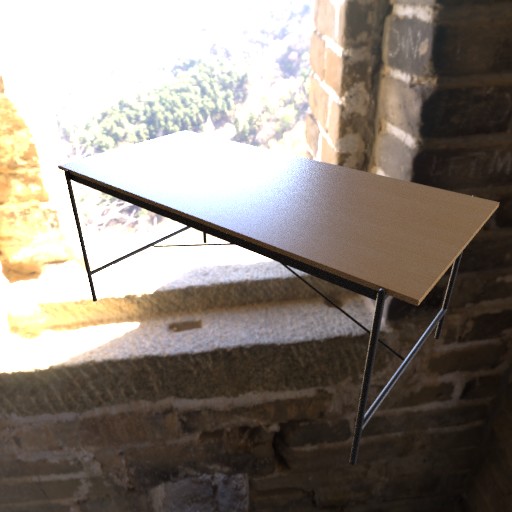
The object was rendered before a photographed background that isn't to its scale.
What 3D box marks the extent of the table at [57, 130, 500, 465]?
[{"bbox_3d":[0.000,0.000,2.151,1.800,0.758,0.900,22,36,33],"label":"table"}]
